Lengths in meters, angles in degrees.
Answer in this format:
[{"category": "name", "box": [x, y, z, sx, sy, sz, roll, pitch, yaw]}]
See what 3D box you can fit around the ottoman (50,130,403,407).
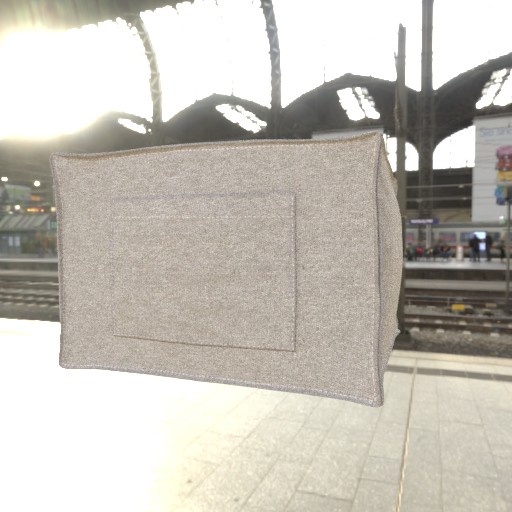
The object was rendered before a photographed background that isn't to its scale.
[{"category": "ottoman", "box": [0.000, 0.000, 1.129, 0.707, 0.470, 0.696, 1, 2, 19]}]
